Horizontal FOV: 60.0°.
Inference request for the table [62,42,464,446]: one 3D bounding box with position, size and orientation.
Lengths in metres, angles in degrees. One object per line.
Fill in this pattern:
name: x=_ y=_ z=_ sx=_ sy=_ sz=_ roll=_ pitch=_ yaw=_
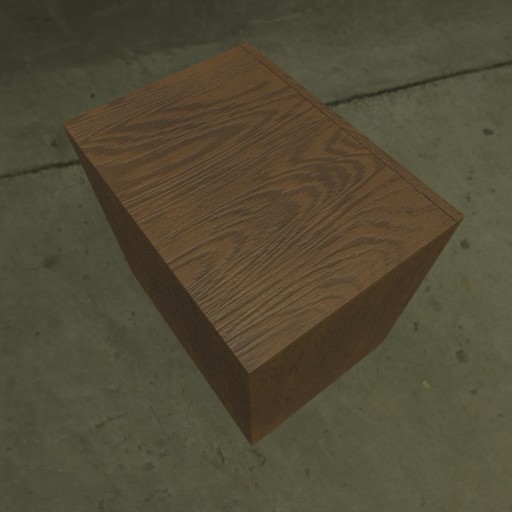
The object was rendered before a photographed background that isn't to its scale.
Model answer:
table: x=0.000 y=0.000 z=0.978 sx=0.439 sy=0.585 sz=0.560 roll=-32 pitch=63 yaw=-19
